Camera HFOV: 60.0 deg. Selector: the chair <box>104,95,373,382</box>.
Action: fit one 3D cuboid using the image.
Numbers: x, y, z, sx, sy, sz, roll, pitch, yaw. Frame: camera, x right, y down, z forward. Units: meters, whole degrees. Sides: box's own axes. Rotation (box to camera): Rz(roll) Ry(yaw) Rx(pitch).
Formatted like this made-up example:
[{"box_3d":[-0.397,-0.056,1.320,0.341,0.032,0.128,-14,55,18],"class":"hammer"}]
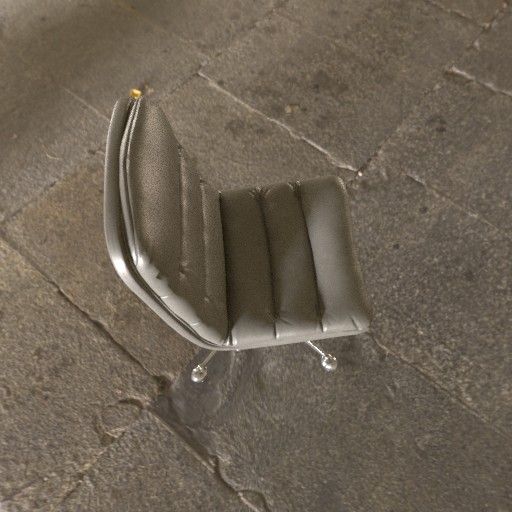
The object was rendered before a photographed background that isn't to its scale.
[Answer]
[{"box_3d":[0.000,0.000,1.033,0.485,0.738,0.422,-5,64,-2],"class":"chair"}]
